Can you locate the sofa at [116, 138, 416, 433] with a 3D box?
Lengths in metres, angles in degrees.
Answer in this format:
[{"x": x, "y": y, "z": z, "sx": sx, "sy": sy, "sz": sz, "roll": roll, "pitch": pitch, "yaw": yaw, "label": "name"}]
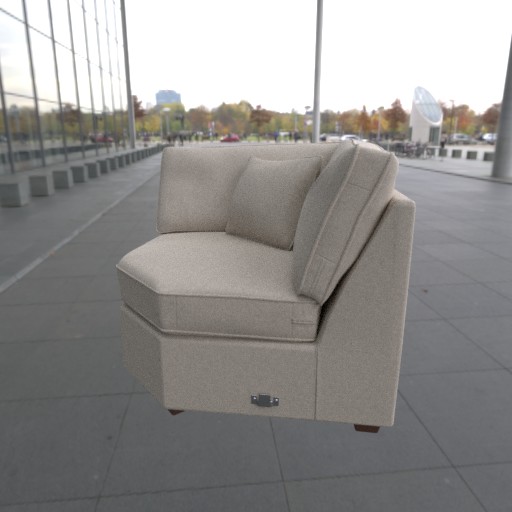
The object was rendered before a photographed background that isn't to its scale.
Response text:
[{"x": 0.000, "y": 0.000, "z": 1.837, "sx": 1.050, "sy": 0.937, "sz": 1.042, "roll": 3, "pitch": 16, "yaw": 9, "label": "sofa"}]
